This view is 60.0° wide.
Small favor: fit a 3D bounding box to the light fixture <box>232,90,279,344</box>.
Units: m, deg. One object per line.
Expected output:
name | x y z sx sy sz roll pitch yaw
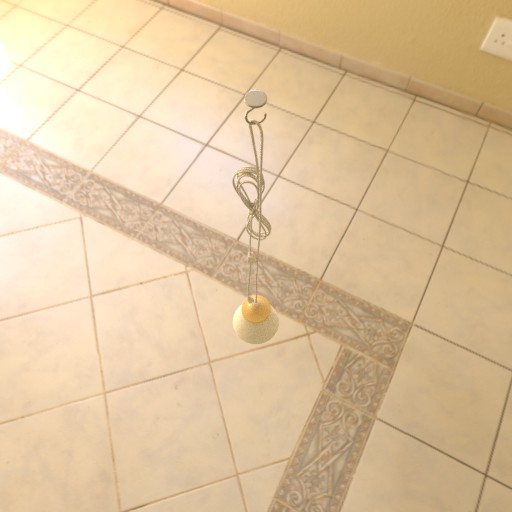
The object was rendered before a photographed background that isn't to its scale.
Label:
light fixture | 0.000 0.000 1.045 0.153 0.966 0.153 17 64 8
